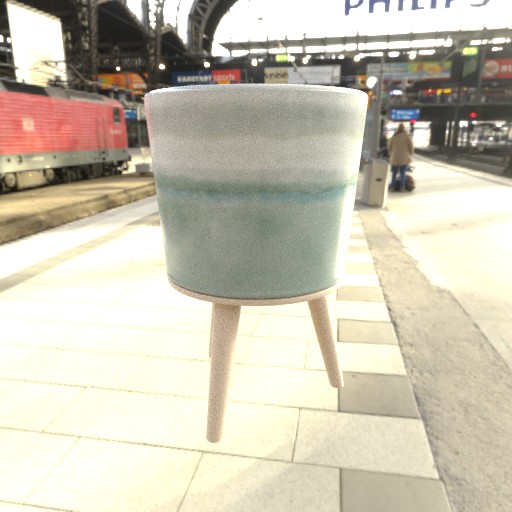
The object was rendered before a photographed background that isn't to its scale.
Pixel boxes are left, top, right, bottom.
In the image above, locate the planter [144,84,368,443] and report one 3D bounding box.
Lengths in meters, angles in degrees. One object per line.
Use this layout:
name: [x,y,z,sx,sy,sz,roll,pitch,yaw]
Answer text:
planter: [0.000,0.000,0.591,0.265,0.404,0.265,2,15,8]
